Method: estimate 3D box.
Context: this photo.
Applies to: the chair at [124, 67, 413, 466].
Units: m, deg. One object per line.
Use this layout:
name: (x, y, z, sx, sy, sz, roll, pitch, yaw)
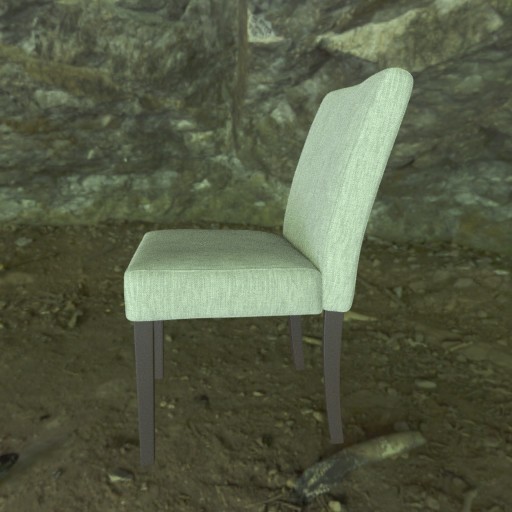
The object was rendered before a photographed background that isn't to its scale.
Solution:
chair: (0.000, 0.000, 1.180, 0.629, 0.884, 0.487, -2, 13, -8)
